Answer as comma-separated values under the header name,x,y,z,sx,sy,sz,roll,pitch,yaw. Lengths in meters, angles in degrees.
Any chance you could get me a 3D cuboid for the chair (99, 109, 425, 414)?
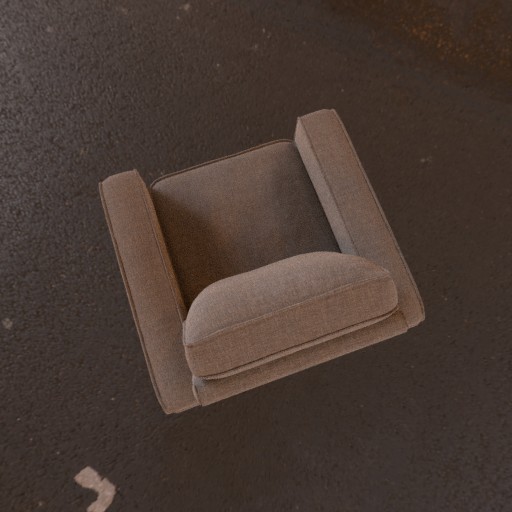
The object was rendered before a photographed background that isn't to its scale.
name,x,y,z,sx,sy,sz,roll,pitch,yaw
chair,0.000,0.000,1.784,1.016,0.914,0.940,-19,76,-5
